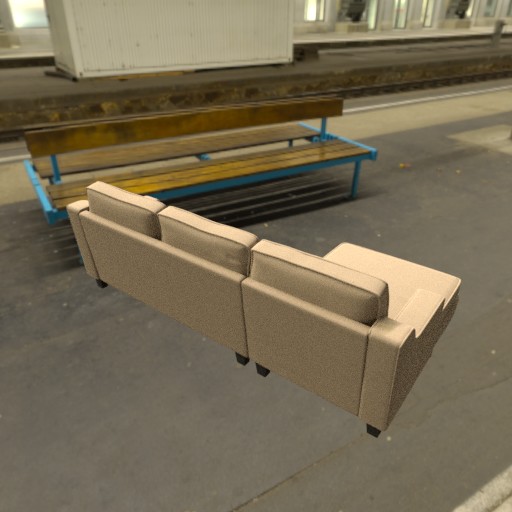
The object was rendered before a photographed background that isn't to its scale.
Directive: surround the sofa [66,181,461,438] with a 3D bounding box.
[{"bbox_3d":[0.000,0.000,3.185,2.561,0.928,1.294,21,36,31],"label":"sofa"}]
